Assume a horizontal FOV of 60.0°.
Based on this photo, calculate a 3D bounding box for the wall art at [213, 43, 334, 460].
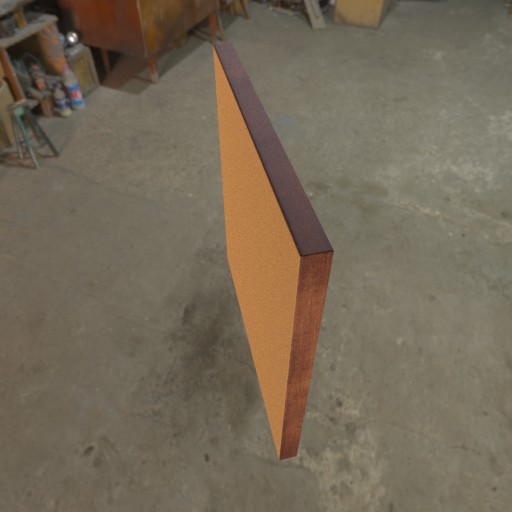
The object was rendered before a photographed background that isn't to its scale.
[{"bbox_3d":[0.000,0.000,0.840,0.037,0.572,0.554,-9,47,-9],"label":"wall art"}]
